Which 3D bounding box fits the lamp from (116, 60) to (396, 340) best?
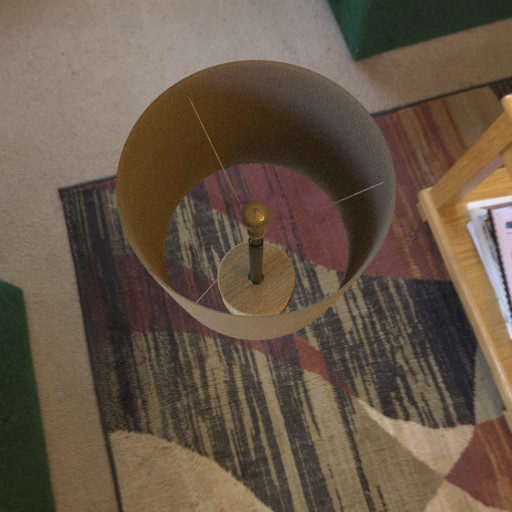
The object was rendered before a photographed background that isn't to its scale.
[{"bbox_3d":[0.000,0.000,0.586,0.229,0.470,0.229,-33,77,-9],"label":"lamp"}]
